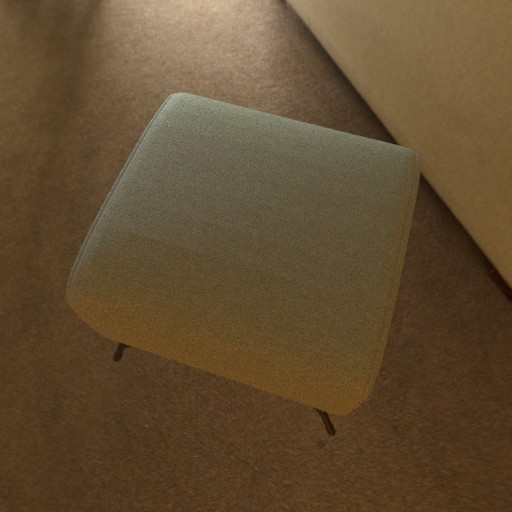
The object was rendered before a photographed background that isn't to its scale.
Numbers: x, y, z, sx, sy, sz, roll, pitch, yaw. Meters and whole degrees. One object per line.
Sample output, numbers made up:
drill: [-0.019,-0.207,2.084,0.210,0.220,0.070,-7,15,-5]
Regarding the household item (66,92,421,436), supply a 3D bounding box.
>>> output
household item: [0.000,0.000,0.914,0.530,0.410,0.530,16,66,8]
